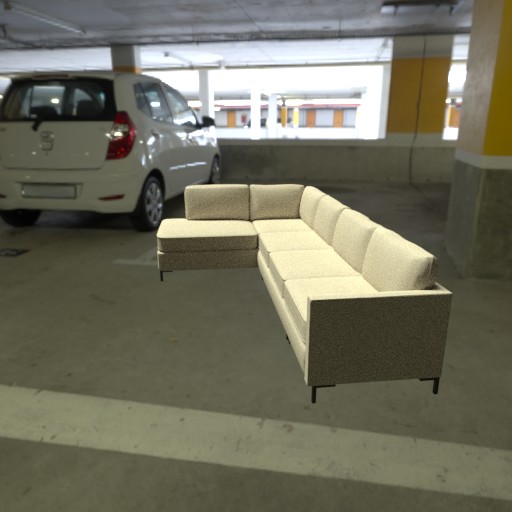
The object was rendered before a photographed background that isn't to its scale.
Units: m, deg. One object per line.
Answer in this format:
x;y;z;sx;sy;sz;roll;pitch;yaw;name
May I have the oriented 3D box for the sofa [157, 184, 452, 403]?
0.000;0.000;4.301;2.048;0.996;3.384;-2;17;-7;sofa
